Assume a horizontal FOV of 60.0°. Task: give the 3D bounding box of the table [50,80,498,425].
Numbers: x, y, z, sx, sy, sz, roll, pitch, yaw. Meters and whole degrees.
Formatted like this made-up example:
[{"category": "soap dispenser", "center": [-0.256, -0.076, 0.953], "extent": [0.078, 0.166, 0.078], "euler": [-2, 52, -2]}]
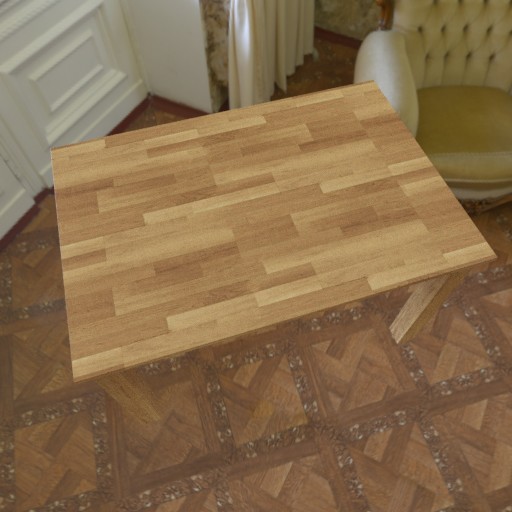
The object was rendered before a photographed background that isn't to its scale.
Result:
[{"category": "table", "center": [0.000, 0.000, 1.826], "extent": [1.300, 0.750, 0.900], "euler": [-15, 60, -9]}]
